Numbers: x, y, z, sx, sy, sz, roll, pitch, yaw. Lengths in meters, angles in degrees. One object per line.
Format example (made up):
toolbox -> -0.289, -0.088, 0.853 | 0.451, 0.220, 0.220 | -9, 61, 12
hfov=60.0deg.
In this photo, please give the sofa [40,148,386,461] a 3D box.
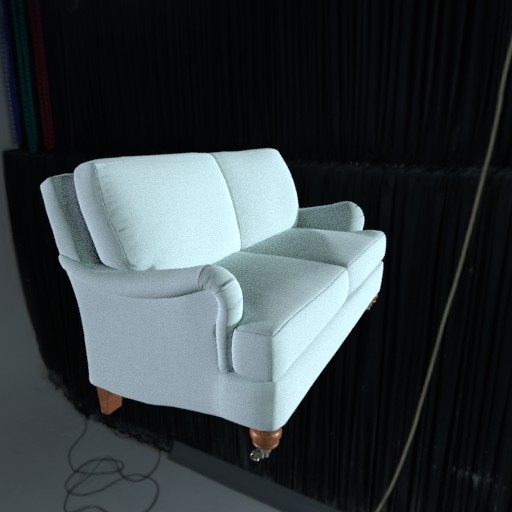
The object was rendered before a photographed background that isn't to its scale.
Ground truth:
sofa -> 0.000, 0.000, 2.422 | 1.084, 1.101, 1.853 | 8, 17, 26
